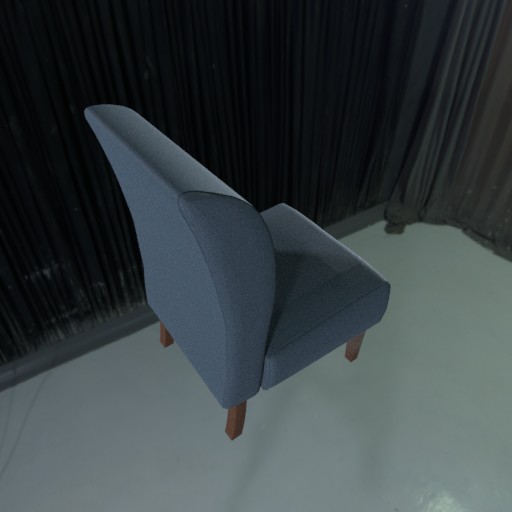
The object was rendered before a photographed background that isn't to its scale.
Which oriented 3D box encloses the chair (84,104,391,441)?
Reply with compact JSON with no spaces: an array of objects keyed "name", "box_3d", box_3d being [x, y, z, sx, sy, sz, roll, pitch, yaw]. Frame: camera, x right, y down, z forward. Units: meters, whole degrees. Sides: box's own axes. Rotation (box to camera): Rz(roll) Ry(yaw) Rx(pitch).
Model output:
[{"name":"chair","box_3d":[0.000,0.000,1.180,0.592,0.804,0.513,-26,47,-27]}]
